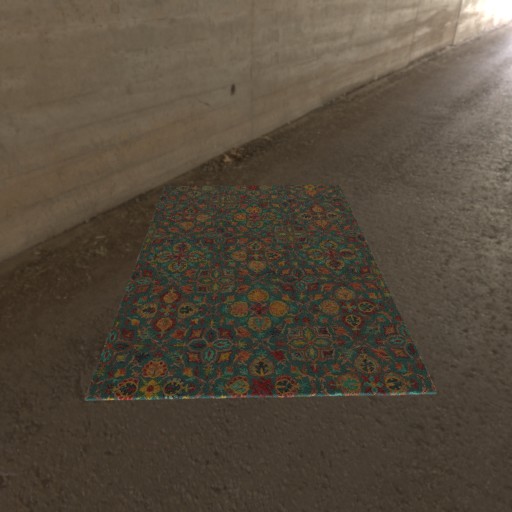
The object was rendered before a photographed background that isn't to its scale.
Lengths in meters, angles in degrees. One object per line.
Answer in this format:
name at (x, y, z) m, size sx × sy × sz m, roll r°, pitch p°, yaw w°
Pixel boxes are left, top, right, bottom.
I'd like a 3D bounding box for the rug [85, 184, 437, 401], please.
rug at (0.000, 0.000, 2.880) m, size 1.527 × 0.016 × 2.290 m, roll -1°, pitch 32°, yaw -1°
